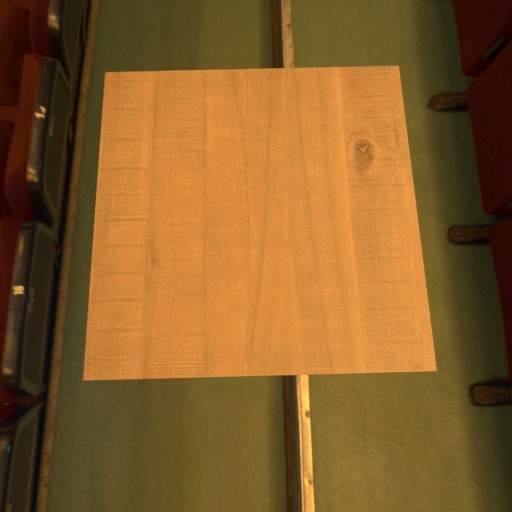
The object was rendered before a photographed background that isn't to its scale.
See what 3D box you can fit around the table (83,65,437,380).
[{"bbox_3d":[0.000,0.000,0.978,0.503,0.589,0.507,-1,75,0],"label":"table"}]
